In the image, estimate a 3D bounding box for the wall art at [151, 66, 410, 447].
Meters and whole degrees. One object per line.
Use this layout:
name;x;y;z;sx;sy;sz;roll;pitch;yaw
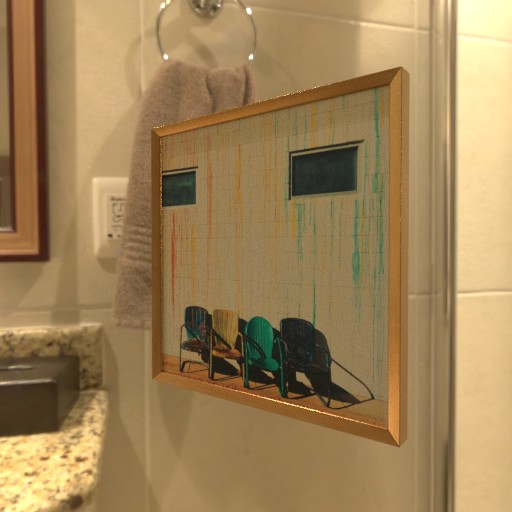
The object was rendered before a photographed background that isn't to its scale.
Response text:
wall art;0.000;0.000;0.450;0.302;0.302;0.019;1;1;37
